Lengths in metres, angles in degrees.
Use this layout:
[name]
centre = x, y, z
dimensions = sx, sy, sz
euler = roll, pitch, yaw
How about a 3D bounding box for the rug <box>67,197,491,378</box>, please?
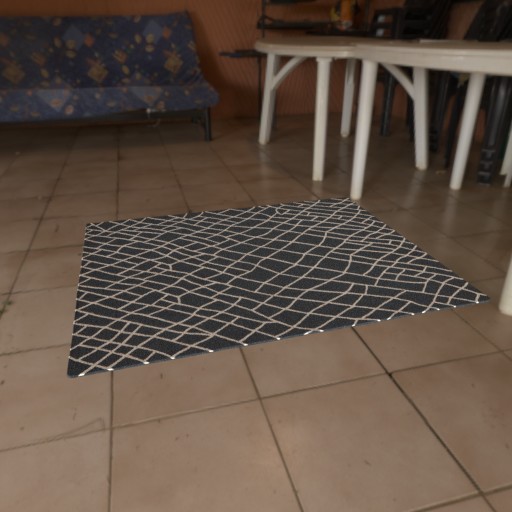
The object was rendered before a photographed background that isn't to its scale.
[rug]
centre = 0.000, 0.000, 4.037
dimensions = 3.047, 0.022, 2.439
euler = -8, 28, -14
